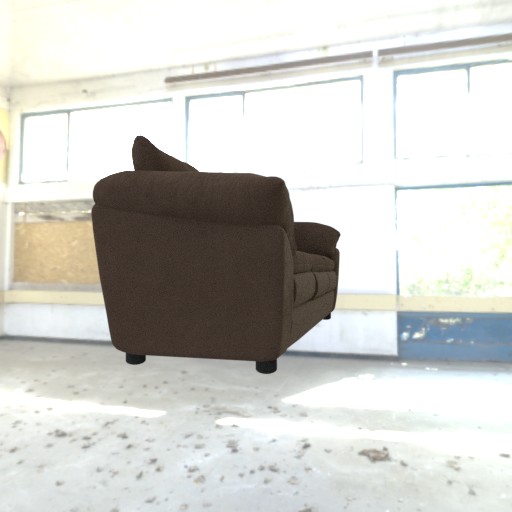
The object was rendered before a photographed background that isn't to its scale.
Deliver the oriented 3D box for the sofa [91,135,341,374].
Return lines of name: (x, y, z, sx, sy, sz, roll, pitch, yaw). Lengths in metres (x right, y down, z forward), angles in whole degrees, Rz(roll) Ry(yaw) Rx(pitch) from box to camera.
sofa: (0.000, 0.000, 2.860, 0.878, 1.015, 2.336, 0, -1, 16)
